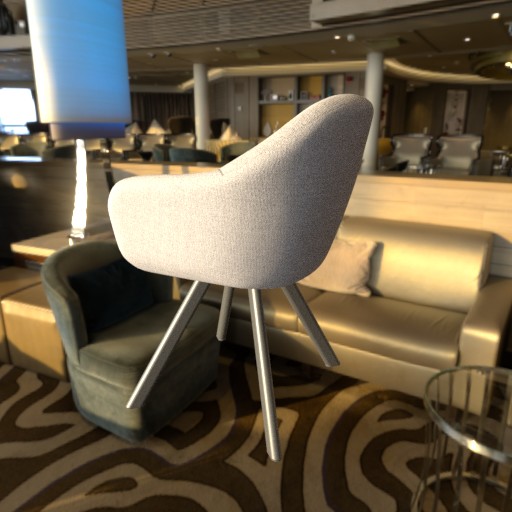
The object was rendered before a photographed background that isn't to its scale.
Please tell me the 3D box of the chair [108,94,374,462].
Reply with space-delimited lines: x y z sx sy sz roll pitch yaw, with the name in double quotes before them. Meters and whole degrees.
"chair" 0.000 0.000 1.177 0.550 0.795 0.590 8 18 26
